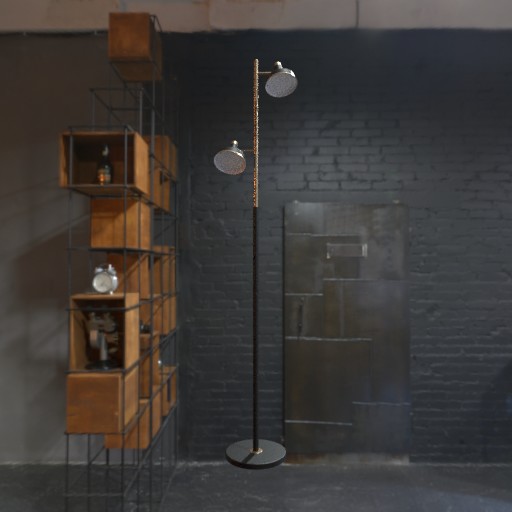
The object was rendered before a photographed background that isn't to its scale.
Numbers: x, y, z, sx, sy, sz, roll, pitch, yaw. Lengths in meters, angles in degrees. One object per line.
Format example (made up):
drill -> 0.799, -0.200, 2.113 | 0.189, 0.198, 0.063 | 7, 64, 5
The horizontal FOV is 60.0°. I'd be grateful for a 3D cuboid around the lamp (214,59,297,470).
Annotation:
lamp -> 0.000, 0.000, 1.874 | 0.351, 1.674, 0.253 | 0, -2, 2
